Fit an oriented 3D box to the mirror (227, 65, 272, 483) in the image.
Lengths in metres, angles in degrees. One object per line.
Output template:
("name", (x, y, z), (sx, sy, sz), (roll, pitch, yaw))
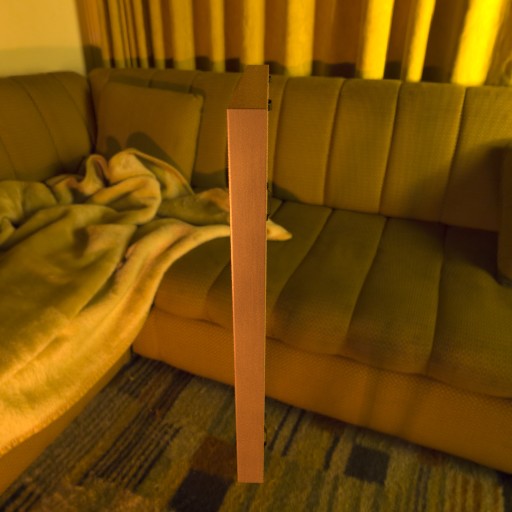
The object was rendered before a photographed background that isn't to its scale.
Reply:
("mirror", (0.000, 0.000, 0.684), (0.041, 0.509, 0.406), (1, 28, 1))
